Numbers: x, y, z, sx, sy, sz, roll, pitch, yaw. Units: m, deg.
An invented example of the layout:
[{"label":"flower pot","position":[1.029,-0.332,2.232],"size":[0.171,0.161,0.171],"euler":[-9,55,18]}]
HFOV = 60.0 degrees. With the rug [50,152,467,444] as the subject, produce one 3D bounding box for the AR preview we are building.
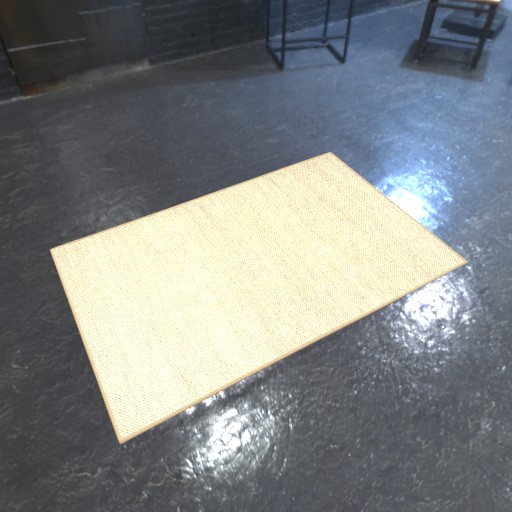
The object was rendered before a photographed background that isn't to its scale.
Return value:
[{"label":"rug","position":[0.000,0.000,2.088],"size":[1.667,0.013,1.062],"euler":[-23,50,-20]}]
